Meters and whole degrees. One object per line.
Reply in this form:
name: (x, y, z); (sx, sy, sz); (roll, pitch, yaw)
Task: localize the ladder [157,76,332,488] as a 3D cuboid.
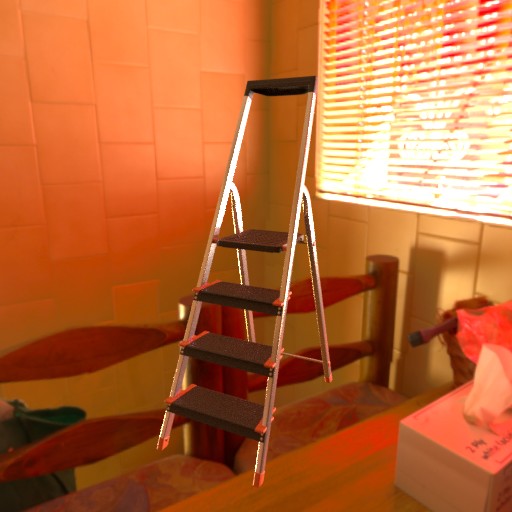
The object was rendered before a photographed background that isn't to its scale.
ladder: (0.000, 0.000, 1.828); (0.452, 1.429, 0.834); (7, 15, 26)
